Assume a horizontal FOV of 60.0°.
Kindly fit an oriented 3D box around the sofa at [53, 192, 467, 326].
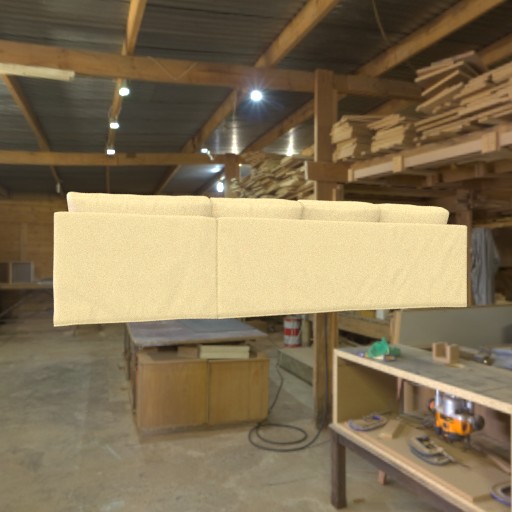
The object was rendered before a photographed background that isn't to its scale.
[{"bbox_3d":[0.000,0.000,3.928,3.206,0.871,1.622,0,0,-20],"label":"sofa"}]
